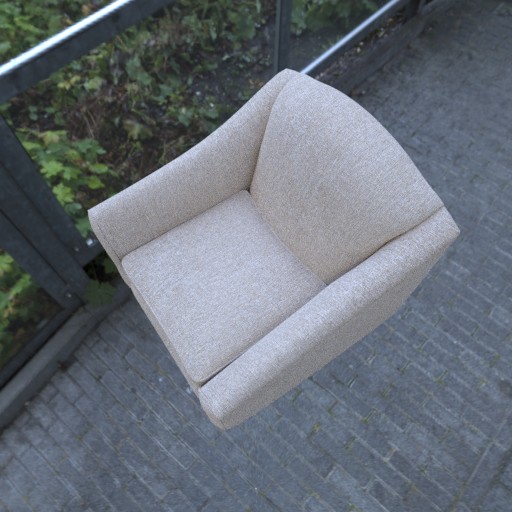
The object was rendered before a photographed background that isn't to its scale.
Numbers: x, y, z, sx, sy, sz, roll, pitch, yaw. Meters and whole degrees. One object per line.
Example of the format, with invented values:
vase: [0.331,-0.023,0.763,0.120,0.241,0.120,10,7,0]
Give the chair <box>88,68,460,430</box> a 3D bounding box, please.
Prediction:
chair: [0.000,0.000,1.443,0.787,0.839,0.763,-32,67,-15]
